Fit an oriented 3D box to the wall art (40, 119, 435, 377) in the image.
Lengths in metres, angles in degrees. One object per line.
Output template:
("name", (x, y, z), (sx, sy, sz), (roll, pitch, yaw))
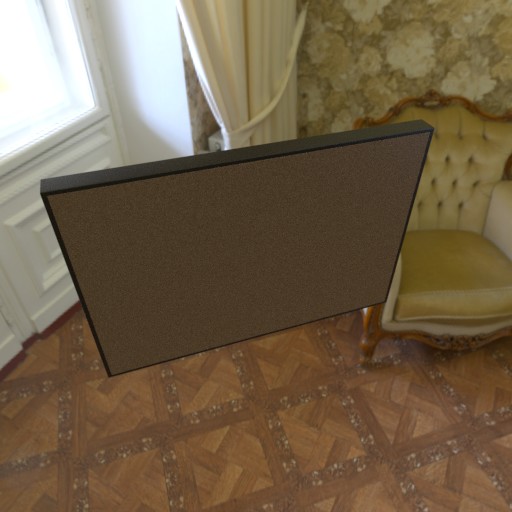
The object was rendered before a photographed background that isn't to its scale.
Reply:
("wall art", (0.000, 0.000, 1.235), (0.939, 0.640, 0.058), (-13, 42, -14))
